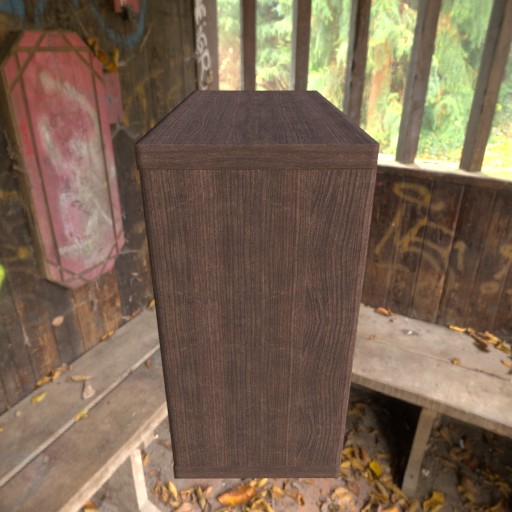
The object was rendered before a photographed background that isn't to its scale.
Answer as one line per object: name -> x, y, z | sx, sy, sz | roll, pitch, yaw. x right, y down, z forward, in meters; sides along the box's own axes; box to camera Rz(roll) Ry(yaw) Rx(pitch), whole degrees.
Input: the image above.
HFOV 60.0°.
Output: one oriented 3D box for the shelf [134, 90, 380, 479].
shelf -> 0.000, 0.000, 1.231 | 0.390, 0.786, 0.790 | 0, 26, 0
